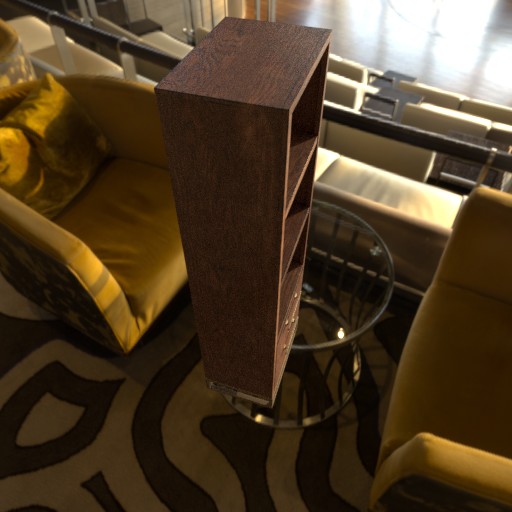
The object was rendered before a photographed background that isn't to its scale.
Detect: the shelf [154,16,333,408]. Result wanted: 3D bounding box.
[{"bbox_3d":[0.000,0.000,1.937,0.395,1.732,0.539,13,49,12],"label":"shelf"}]
